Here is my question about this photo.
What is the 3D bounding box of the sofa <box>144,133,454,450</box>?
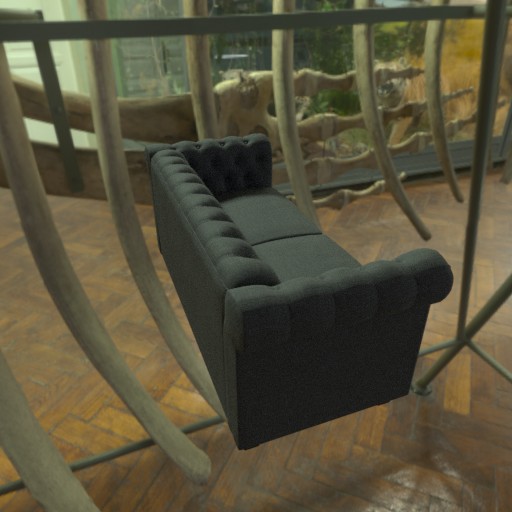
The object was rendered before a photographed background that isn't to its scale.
[{"bbox_3d":[0.000,0.000,2.252,0.783,0.797,1.798,-11,32,-18],"label":"sofa"}]
